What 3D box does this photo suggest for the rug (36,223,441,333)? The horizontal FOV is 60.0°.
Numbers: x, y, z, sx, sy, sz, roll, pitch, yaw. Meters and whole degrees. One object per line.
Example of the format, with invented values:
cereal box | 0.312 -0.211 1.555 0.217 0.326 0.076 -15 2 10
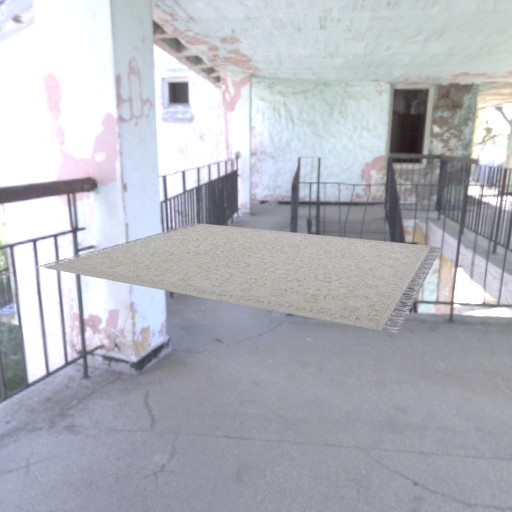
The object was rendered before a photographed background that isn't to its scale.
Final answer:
rug | 0.000 0.000 4.184 3.043 0.013 2.444 7 16 26
